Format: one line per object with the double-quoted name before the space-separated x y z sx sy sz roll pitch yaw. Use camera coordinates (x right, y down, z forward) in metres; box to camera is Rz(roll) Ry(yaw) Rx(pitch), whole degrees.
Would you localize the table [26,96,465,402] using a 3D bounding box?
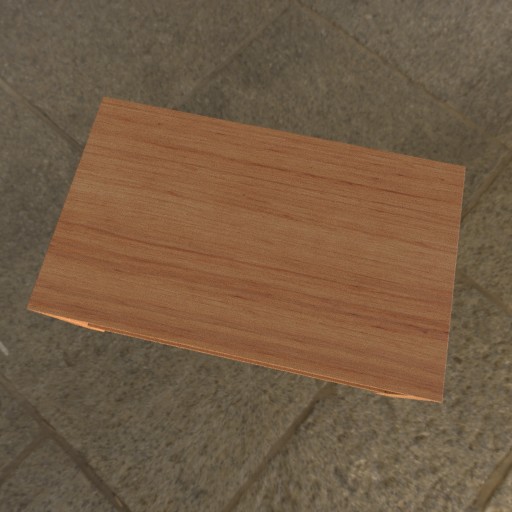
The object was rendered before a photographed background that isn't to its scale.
"table" 0.000 0.000 1.501 1.146 0.457 0.695 12 74 3
